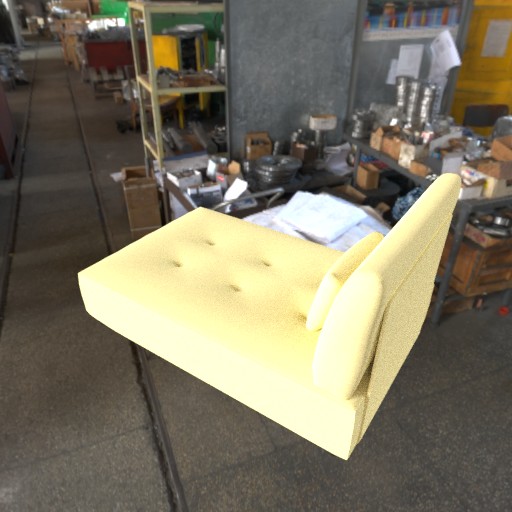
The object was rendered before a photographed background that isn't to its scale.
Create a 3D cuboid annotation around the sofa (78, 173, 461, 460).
[{"bbox_3d":[0.000,0.000,2.040,1.450,0.820,0.930,20,37,29],"label":"sofa"}]
